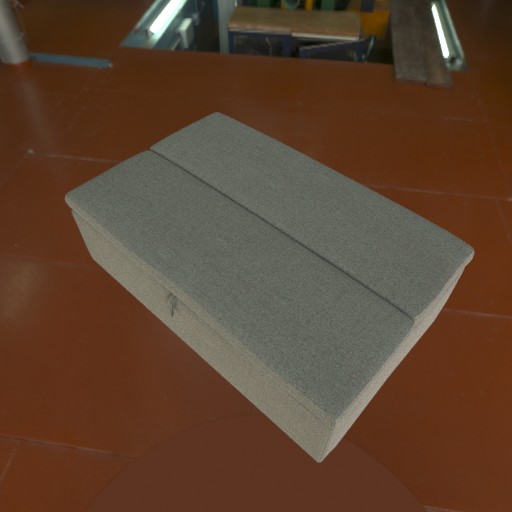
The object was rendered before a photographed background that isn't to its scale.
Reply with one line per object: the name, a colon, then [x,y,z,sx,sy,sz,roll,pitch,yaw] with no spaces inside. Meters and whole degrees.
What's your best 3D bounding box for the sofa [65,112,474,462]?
sofa: [0.000,0.000,1.672,1.250,0.434,0.817,35,57,27]
